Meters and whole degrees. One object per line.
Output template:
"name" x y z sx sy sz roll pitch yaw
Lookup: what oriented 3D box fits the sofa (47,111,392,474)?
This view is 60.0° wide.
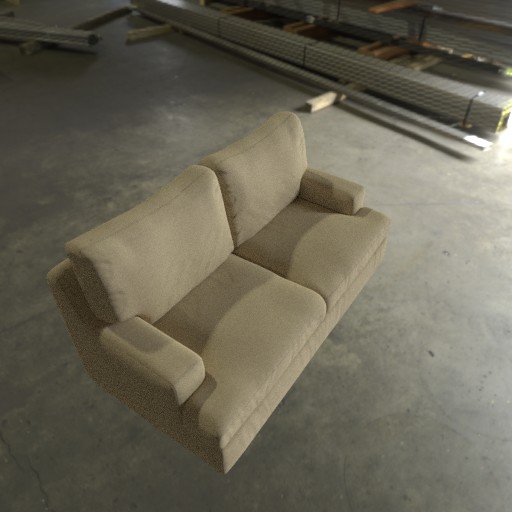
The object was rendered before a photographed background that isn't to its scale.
"sofa" 0.000 0.000 2.484 0.962 0.967 1.885 24 46 26
